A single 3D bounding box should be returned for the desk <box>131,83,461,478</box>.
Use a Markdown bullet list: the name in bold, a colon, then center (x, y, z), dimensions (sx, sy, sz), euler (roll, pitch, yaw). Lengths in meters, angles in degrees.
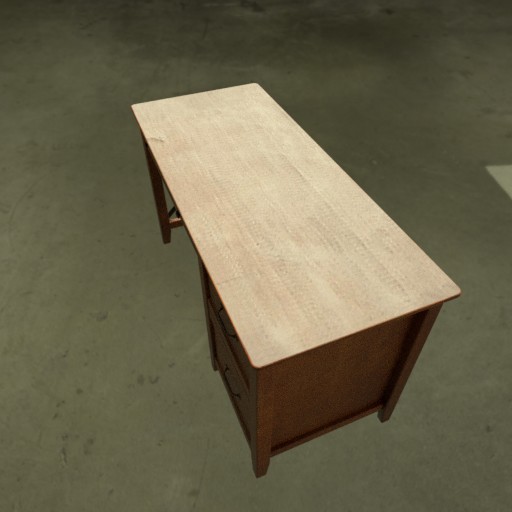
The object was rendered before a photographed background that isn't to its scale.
- **desk**: center (0.000, 0.000, 1.746), dimensions (0.574, 0.756, 1.353), euler (-16, 47, -16)
